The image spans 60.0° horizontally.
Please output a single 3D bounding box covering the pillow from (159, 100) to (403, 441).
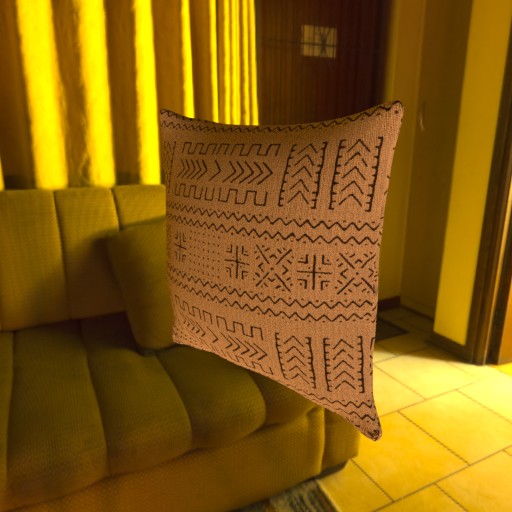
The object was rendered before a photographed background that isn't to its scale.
[{"bbox_3d":[0.000,0.000,0.661,0.438,0.430,0.164,14,21,41],"label":"pillow"}]
